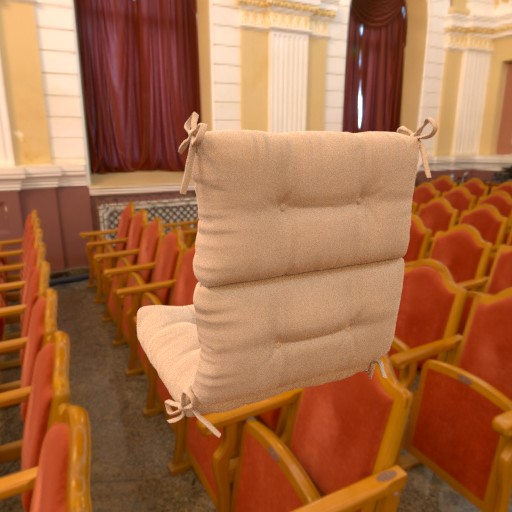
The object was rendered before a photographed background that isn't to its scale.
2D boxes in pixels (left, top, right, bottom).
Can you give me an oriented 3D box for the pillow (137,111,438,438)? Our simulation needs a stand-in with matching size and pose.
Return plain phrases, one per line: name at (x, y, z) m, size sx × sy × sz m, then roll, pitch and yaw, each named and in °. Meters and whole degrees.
pillow at (0.000, 0.000, 1.028) m, size 0.519 × 0.605 × 0.571 m, roll -7°, pitch 16°, yaw -26°
